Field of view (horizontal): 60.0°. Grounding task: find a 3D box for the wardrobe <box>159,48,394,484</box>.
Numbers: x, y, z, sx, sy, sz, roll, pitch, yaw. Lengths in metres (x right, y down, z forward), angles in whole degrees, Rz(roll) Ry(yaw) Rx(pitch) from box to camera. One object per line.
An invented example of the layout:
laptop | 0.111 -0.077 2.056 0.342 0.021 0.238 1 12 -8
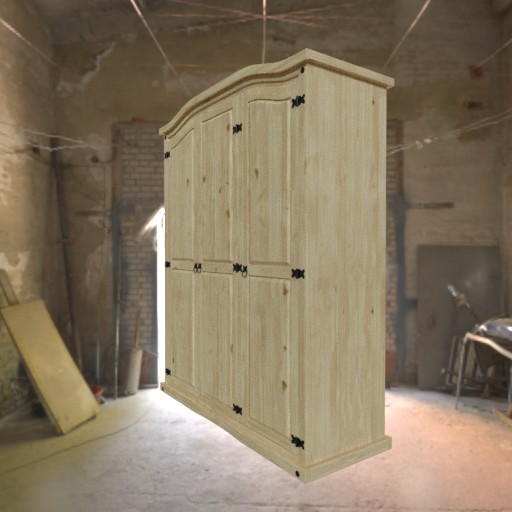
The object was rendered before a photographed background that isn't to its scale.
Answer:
wardrobe | 0.000 0.000 2.596 0.570 1.870 1.500 -1 1 -35
